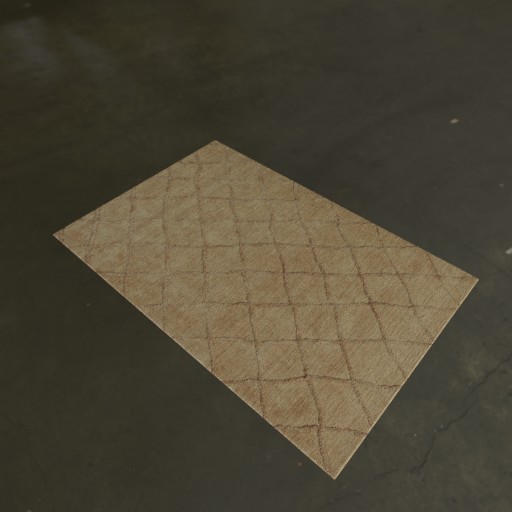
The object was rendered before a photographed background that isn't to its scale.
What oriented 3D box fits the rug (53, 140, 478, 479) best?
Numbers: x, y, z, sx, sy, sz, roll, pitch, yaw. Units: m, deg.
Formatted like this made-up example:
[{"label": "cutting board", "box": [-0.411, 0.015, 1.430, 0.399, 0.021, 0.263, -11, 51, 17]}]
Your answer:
[{"label": "rug", "box": [0.000, 0.000, 2.847, 2.292, 0.014, 1.528, 33, 55, 27]}]
